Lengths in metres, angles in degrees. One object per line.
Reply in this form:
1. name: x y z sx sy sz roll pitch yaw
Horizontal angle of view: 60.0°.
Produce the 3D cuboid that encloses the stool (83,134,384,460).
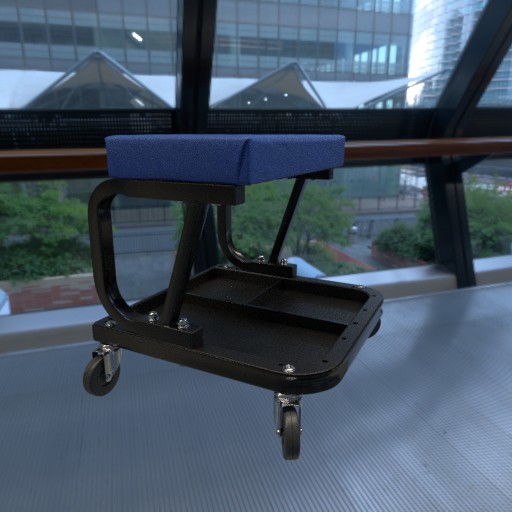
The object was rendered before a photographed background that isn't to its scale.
1. stool: 0.000 0.000 0.719 0.371 0.380 0.446 8 17 26
